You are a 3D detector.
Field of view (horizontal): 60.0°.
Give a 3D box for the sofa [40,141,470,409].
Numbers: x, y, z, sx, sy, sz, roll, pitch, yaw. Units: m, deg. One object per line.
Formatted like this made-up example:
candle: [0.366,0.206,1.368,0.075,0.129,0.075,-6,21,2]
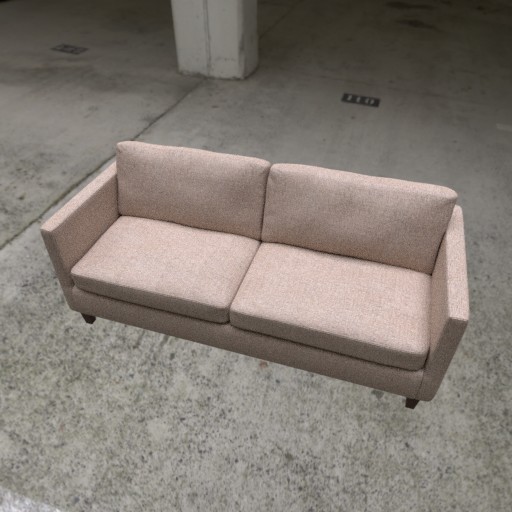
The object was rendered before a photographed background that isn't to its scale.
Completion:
sofa: [0.000,0.000,2.627,2.208,0.965,0.951,12,42,13]
